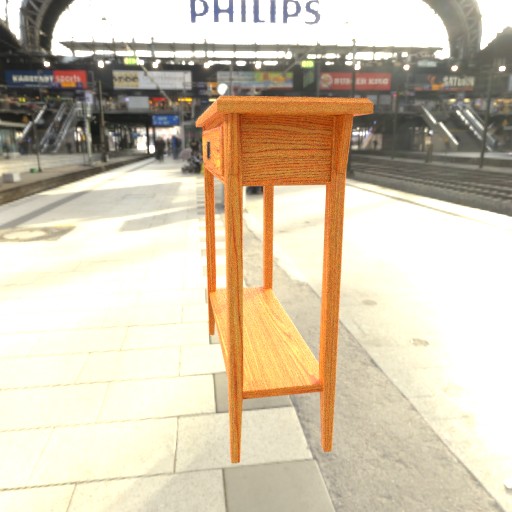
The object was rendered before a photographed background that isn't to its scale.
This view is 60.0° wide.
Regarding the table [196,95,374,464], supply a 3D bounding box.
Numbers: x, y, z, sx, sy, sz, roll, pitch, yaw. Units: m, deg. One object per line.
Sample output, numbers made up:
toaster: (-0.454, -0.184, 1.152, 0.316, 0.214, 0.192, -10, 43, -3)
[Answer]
table: (0.000, 0.000, 1.148, 0.254, 0.711, 0.762, -3, 15, -10)
